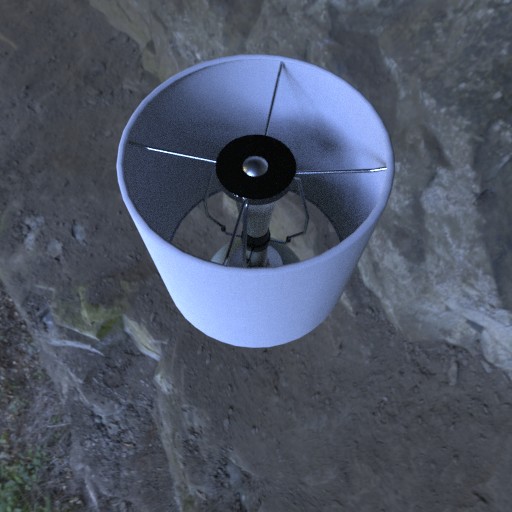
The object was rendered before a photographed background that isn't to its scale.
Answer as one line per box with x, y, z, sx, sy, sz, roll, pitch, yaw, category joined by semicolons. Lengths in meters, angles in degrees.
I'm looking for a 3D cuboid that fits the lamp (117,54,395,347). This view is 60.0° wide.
0.000;0.000;0.479;0.201;0.353;0.201;-16;65;-8;lamp
